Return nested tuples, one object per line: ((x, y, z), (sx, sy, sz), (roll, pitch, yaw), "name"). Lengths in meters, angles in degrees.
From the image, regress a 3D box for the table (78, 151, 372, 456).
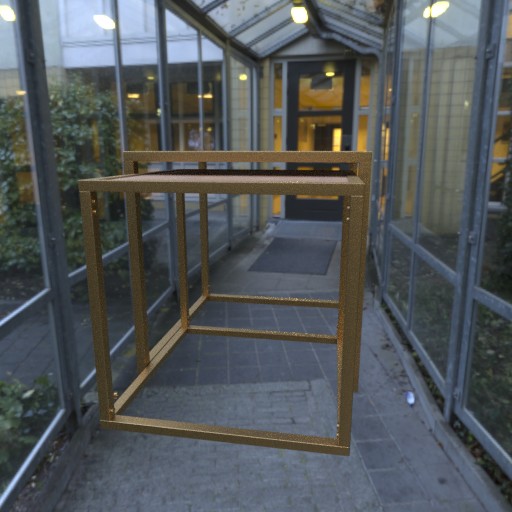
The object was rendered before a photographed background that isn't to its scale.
((0.000, 0.000, 1.094), (0.505, 0.505, 0.762), (2, 14, 9), "table")
